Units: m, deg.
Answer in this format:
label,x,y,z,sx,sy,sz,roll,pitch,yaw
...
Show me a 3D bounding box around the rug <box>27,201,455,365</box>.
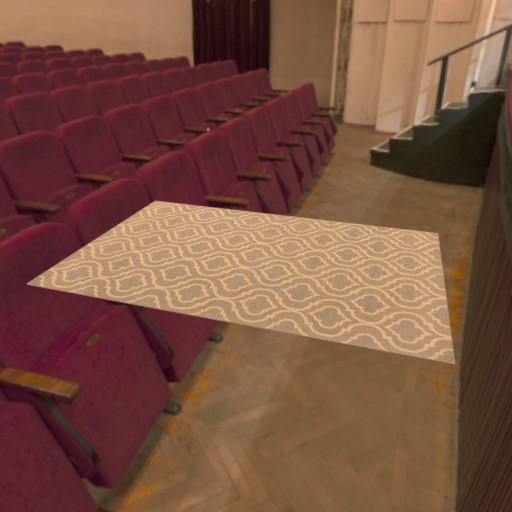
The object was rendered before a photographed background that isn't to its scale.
label,x,y,z,sx,sy,sz,roll,pitch,yaw
rug,0.000,0.000,2.194,1.749,0.015,1.141,8,28,15
